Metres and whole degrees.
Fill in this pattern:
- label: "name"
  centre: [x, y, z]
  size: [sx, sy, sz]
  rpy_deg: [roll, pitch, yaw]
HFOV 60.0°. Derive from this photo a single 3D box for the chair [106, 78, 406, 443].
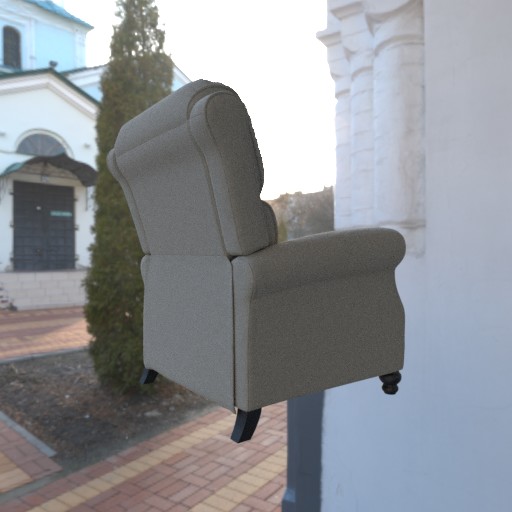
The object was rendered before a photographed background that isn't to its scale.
- label: "chair"
  centre: [0.000, 0.000, 1.729]
  size: [0.919, 1.046, 0.859]
  rpy_deg: [0, 1, -36]
